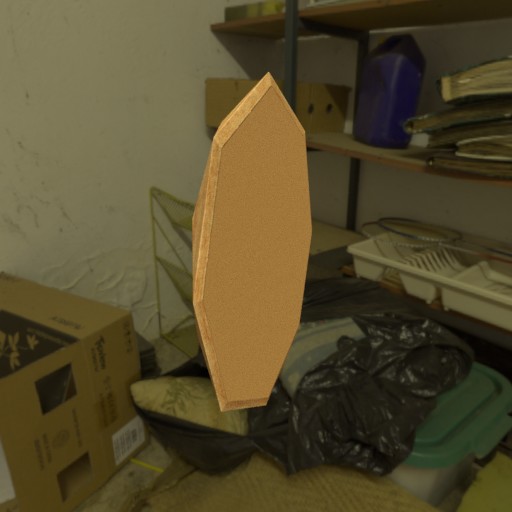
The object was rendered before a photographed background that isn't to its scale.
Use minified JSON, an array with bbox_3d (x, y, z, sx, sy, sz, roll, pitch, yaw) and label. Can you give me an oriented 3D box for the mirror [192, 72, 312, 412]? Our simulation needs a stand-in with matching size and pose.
[{"bbox_3d":[0.000,0.000,1.008,0.070,0.774,0.577,9,19,26],"label":"mirror"}]
